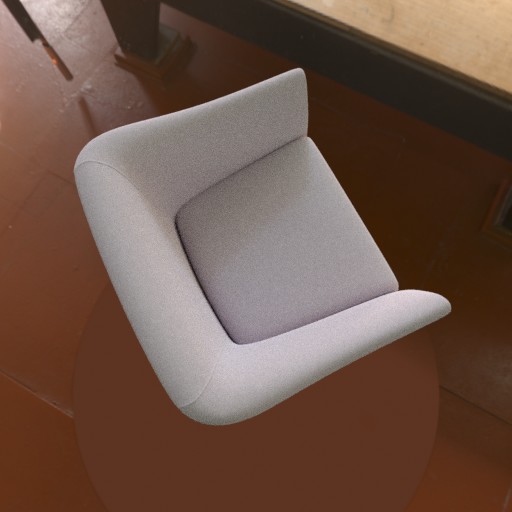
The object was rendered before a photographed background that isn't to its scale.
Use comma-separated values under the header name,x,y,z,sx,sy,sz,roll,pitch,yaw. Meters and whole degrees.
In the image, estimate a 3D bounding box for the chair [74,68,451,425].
name,x,y,z,sx,sy,sz,roll,pitch,yaw
chair,0.000,0.000,1.336,0.700,0.720,0.790,-26,76,-7
